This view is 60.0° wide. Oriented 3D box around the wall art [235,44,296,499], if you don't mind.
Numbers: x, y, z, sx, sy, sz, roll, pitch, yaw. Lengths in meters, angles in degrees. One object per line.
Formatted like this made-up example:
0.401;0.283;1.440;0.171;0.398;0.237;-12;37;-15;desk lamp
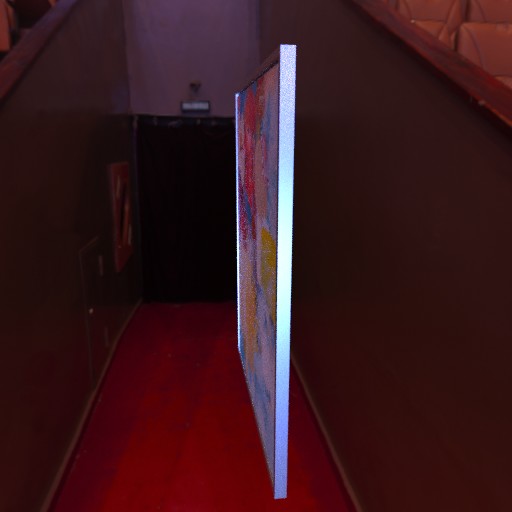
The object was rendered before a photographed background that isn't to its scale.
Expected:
0.000;0.000;1.370;0.030;1.046;0.816;-2;15;-8;wall art
